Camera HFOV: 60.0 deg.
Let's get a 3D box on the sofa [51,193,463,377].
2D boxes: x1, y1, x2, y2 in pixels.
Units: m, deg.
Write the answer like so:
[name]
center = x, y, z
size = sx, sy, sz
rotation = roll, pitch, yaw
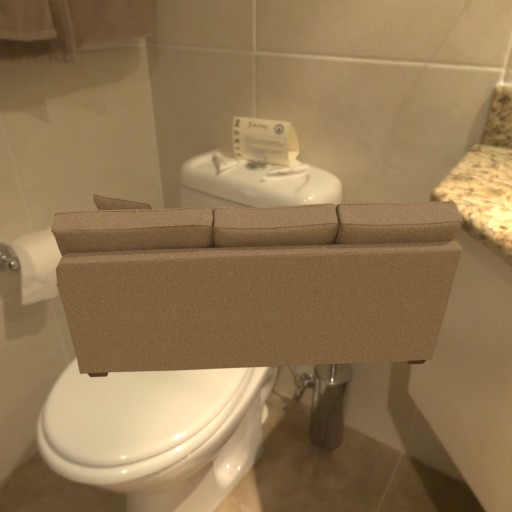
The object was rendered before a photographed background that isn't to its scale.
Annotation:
[sofa]
center = 0.000, 0.000, 2.650
size = 1.963, 0.946, 1.034
rotation = -2, 30, -3
